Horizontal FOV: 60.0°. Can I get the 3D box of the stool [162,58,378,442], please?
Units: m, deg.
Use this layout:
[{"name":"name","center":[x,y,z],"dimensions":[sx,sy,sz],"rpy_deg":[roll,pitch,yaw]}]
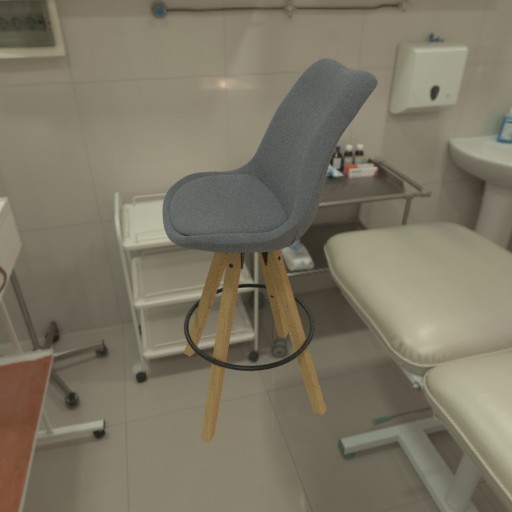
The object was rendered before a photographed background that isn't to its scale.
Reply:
[{"name":"stool","center":[0.000,0.000,1.413],"dimensions":[0.550,1.115,0.485],"rpy_deg":[-8,33,-13]}]
